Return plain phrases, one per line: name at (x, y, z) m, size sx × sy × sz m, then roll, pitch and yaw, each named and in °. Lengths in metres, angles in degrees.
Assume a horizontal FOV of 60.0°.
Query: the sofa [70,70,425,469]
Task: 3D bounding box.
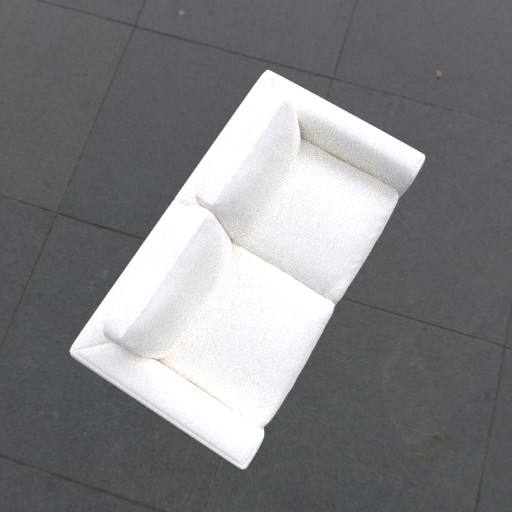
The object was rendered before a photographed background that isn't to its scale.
sofa at (0.000, 0.000, 2.463) m, size 1.069 × 0.801 × 1.920 m, roll 31°, pitch 79°, yaw 7°
